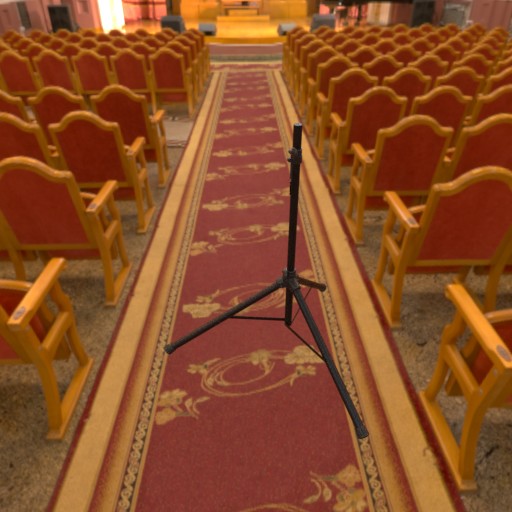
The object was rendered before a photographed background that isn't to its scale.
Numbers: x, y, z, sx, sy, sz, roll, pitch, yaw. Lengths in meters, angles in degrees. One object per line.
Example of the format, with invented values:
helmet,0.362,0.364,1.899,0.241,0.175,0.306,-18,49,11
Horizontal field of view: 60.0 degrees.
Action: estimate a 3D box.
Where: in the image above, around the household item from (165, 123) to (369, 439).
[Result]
household item,0.000,0.000,1.923,0.907,1.136,1.045,0,33,-1
